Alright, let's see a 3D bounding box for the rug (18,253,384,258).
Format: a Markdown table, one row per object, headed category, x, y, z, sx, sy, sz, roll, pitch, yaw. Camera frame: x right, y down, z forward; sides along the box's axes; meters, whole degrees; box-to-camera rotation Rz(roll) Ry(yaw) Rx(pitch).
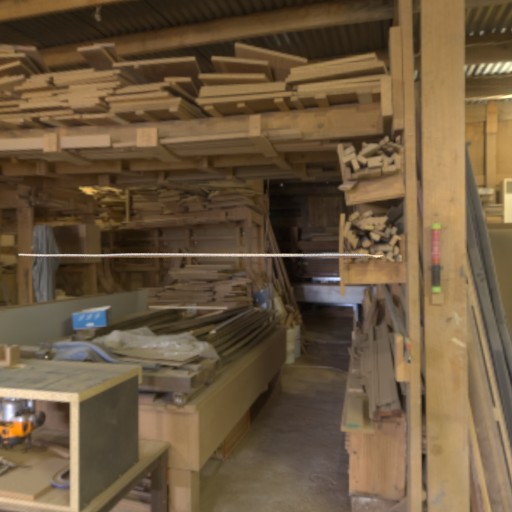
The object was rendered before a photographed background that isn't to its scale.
| category | x | y | z | sx | sy | sz | roll | pitch | yaw |
| --- | --- | --- | --- | --- | --- | --- | --- | --- | --- |
| rug | 0.000 | 0.000 | 2.279 | 1.220 | 0.017 | 1.835 | 0 | 0 | 18 |
